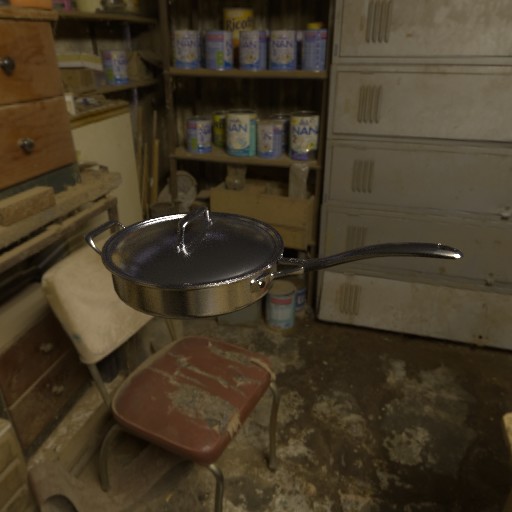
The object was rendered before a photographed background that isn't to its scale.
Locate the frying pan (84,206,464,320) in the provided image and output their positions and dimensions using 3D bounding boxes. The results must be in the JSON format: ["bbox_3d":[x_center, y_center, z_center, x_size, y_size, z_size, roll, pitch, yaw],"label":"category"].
[{"bbox_3d":[0.000,0.000,0.668,0.561,0.114,0.280,8,27,17],"label":"frying pan"}]
